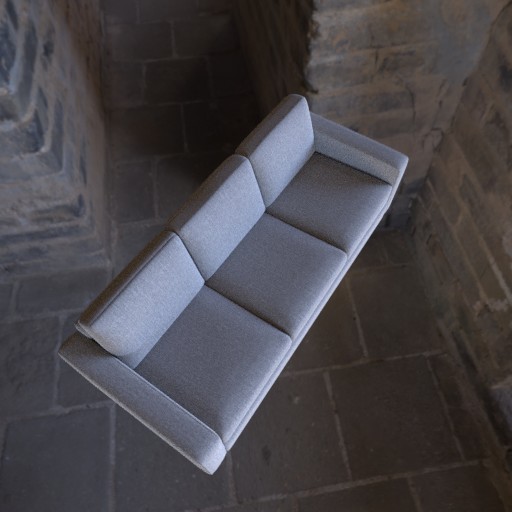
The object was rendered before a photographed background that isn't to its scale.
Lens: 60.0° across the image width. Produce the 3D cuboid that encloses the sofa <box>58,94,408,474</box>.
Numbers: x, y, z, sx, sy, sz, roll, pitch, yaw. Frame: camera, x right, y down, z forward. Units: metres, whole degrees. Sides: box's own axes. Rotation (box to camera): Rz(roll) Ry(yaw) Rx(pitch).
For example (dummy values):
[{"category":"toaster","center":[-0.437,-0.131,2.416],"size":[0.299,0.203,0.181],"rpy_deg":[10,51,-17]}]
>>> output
[{"category":"sofa","center":[0.000,0.000,2.568],"size":[0.900,0.800,2.120],"rpy_deg":[30,64,17]}]
